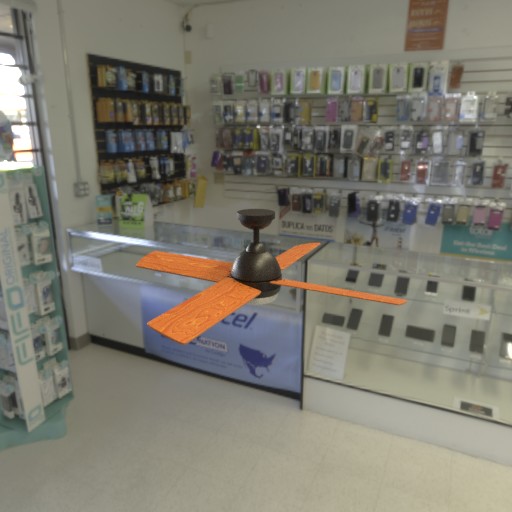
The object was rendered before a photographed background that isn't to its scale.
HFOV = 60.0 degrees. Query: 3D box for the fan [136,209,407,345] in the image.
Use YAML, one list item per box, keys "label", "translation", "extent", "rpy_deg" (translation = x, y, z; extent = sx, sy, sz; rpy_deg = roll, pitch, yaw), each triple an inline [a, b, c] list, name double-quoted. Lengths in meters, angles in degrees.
- label: "fan"
  translation: [0.000, 0.000, 2.011]
  extent: [1.332, 0.403, 1.332]
  rpy_deg: [8, 18, 27]
